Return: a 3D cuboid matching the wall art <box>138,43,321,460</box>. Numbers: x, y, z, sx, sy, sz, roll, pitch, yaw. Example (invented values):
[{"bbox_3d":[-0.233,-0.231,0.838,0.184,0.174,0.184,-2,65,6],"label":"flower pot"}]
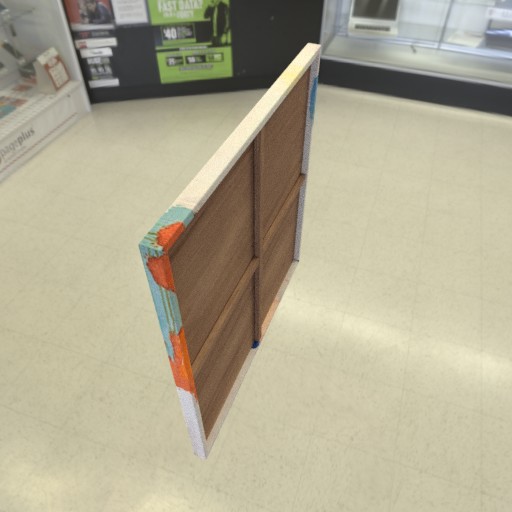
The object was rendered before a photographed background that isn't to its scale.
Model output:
[{"bbox_3d":[0.000,0.000,1.186,0.037,0.814,0.814,16,48,15],"label":"wall art"}]
